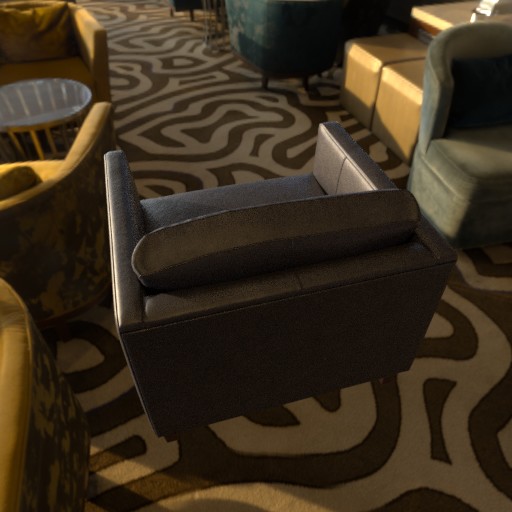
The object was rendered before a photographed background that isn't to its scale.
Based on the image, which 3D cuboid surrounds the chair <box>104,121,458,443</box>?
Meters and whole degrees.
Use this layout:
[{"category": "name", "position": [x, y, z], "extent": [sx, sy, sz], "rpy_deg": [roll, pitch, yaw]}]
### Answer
[{"category": "chair", "position": [0.000, 0.000, 1.596], "extent": [0.939, 0.811, 0.862], "rpy_deg": [-11, 44, -12]}]
